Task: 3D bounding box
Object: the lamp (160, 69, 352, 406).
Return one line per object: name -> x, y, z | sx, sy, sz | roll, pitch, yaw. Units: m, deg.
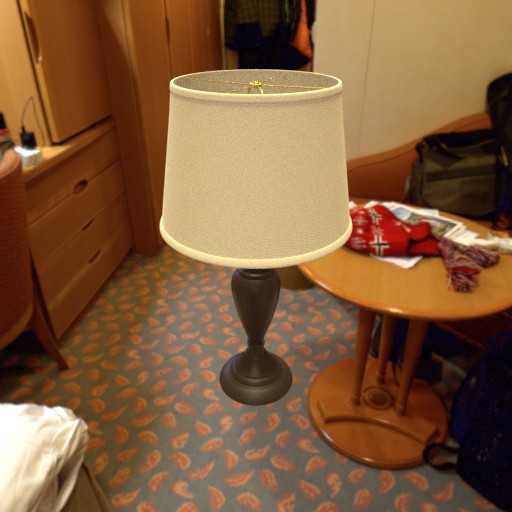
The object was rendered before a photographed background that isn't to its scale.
lamp -> 0.000, 0.000, 0.820 | 0.335, 0.611, 0.335 | 0, 29, 0
